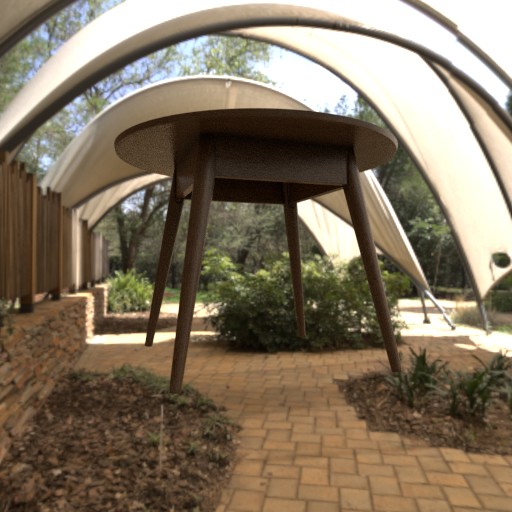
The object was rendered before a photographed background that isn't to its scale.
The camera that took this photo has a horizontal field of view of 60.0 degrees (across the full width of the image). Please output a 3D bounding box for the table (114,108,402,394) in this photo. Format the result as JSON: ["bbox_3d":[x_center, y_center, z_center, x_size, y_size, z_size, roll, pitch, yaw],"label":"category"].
[{"bbox_3d":[0.000,0.000,1.720,1.053,0.786,1.053,0,-1,0],"label":"table"}]
